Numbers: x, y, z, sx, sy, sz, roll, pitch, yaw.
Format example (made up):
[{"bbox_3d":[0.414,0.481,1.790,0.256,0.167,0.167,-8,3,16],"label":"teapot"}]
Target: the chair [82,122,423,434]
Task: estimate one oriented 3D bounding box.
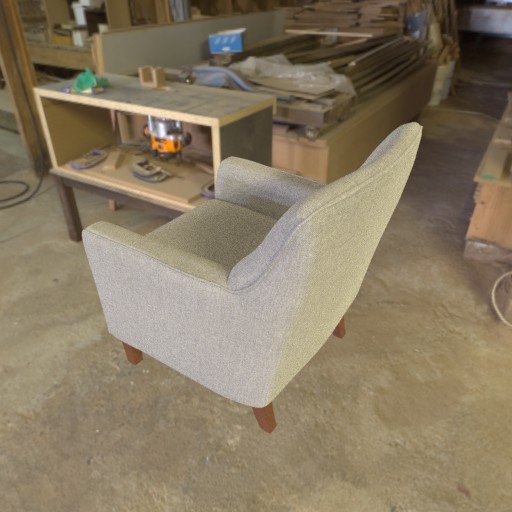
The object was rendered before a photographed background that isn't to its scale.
[{"bbox_3d":[0.000,0.000,1.786,0.993,1.047,0.887,21,39,28],"label":"chair"}]
